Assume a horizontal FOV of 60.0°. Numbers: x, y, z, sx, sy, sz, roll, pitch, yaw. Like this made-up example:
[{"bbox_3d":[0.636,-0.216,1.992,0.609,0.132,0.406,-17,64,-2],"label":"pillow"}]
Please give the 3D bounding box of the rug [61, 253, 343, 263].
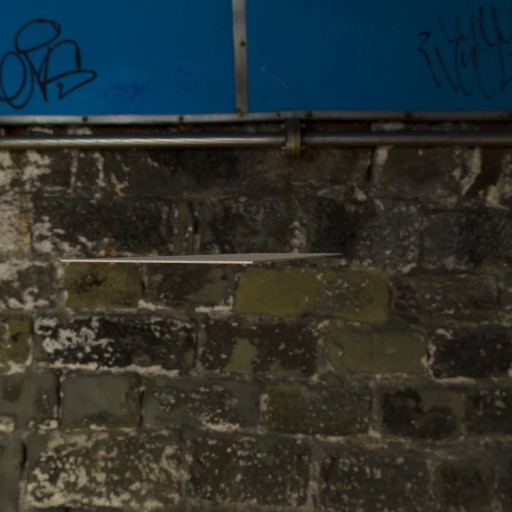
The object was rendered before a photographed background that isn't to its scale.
[{"bbox_3d":[0.000,0.000,2.714,0.762,0.008,2.439,0,1,18],"label":"rug"}]
